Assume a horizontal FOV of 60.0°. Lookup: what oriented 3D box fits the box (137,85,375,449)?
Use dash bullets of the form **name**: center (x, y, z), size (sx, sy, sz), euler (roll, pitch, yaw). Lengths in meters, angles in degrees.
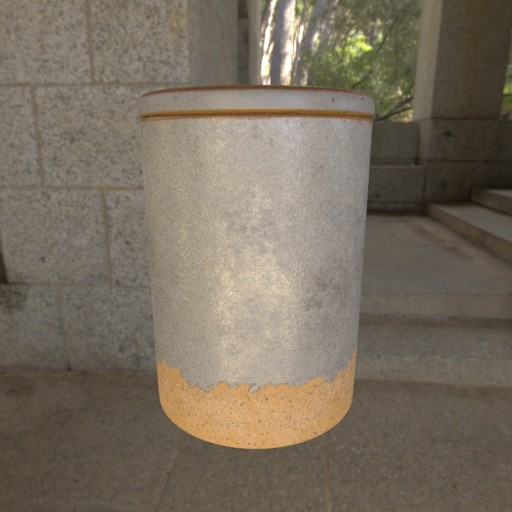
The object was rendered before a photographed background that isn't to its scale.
- **box**: center (0.000, 0.000, 0.247), size (0.118, 0.168, 0.118), euler (0, 15, 0)
